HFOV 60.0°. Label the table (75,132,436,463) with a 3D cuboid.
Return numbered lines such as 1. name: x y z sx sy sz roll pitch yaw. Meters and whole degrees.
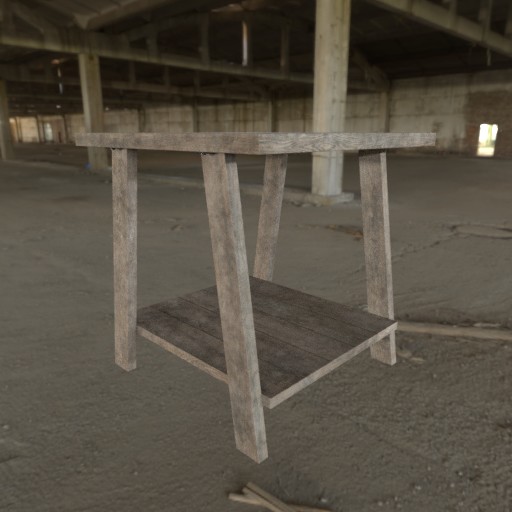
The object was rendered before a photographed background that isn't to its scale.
1. table: 0.000 0.000 1.137 0.610 0.610 0.610 15 21 42
